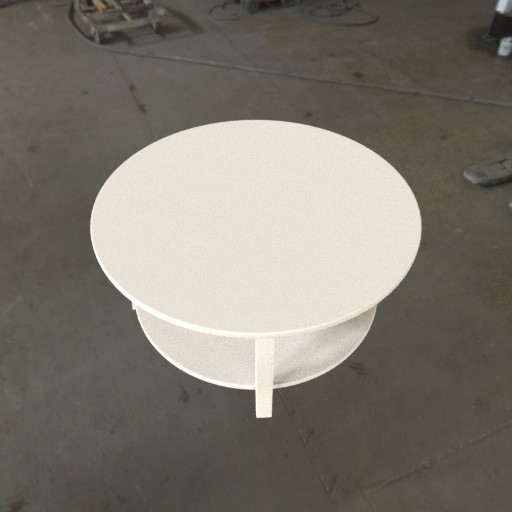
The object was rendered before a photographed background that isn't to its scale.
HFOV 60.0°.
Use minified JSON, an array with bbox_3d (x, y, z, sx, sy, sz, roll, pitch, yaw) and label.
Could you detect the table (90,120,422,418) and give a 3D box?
[{"bbox_3d":[0.000,0.000,1.420,0.910,0.457,0.910,0,46,0],"label":"table"}]
